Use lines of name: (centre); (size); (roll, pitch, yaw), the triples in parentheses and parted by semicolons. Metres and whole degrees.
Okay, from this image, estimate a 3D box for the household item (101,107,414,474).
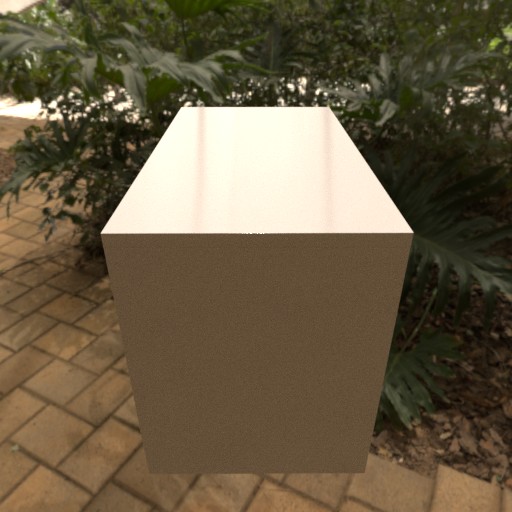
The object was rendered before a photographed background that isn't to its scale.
household item: (0.000, 0.000, 1.508); (0.597, 0.749, 1.100); (0, 31, 0)
